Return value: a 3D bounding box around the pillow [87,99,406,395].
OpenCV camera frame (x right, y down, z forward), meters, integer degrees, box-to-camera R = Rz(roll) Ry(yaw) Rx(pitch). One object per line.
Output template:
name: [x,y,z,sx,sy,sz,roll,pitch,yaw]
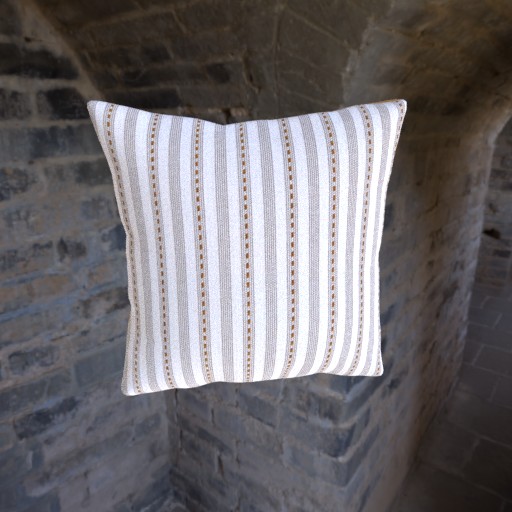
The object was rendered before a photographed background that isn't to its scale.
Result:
pillow: [0.000,0.000,0.648,0.432,0.437,0.147,-3,17,-9]
